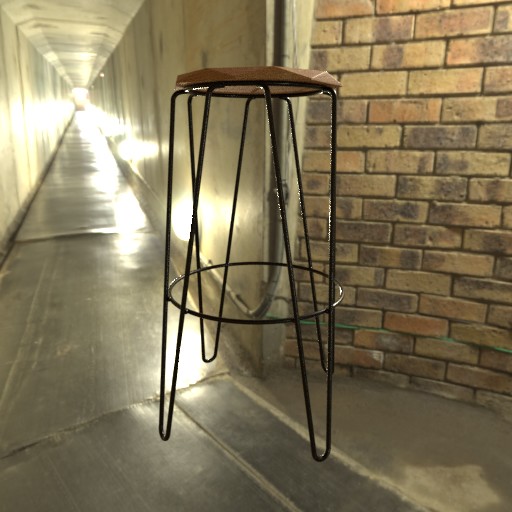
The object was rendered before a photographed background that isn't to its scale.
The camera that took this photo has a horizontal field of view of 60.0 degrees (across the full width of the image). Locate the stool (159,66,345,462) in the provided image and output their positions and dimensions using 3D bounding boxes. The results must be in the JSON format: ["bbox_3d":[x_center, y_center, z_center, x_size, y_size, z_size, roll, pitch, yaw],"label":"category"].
[{"bbox_3d":[0.000,0.000,0.811,0.326,0.610,0.326,3,16,11],"label":"stool"}]
